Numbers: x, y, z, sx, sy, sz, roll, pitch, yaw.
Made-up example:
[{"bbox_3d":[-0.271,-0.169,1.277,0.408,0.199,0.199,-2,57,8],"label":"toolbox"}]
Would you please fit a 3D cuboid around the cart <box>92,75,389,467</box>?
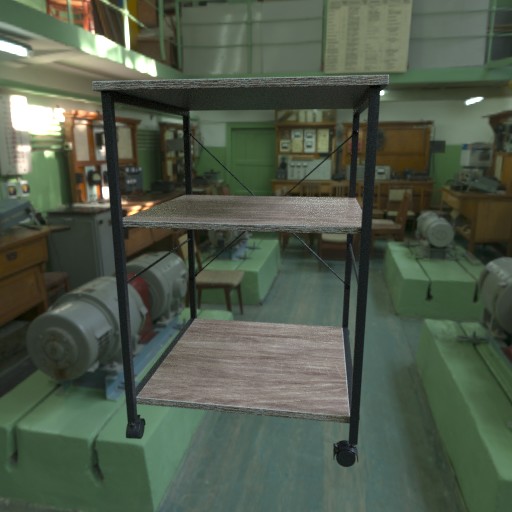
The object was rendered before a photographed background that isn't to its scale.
[{"bbox_3d":[0.000,0.000,1.106,0.521,0.762,0.520,2,14,9],"label":"cart"}]
